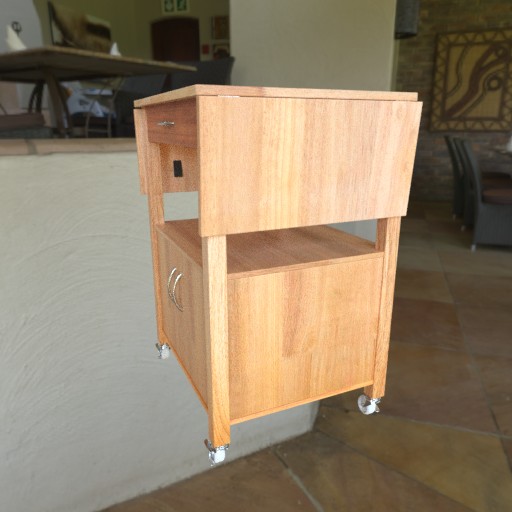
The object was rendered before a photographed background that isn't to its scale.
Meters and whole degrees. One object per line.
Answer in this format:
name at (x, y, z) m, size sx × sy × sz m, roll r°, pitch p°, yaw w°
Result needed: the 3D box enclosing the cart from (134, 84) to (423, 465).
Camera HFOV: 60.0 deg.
cart at (0.000, 0.000, 1.242) m, size 0.508 × 0.838 × 0.640 m, roll -7°, pitch 18°, yaw -23°
